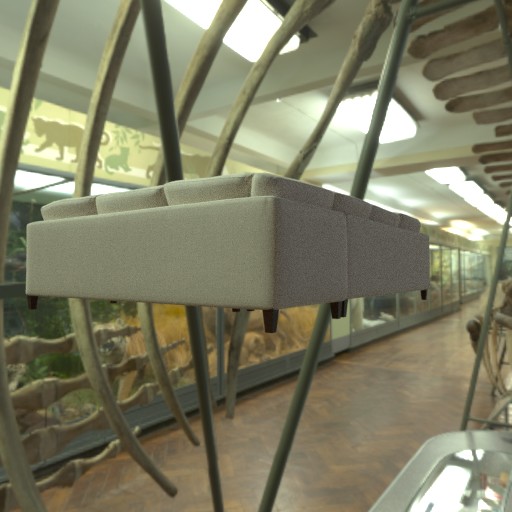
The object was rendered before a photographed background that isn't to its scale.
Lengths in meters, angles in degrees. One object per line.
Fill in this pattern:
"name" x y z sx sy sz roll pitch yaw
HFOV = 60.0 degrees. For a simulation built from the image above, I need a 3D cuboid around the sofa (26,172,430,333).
"sofa" 0.000 0.000 4.401 2.593 0.947 3.302 -1 -2 35
